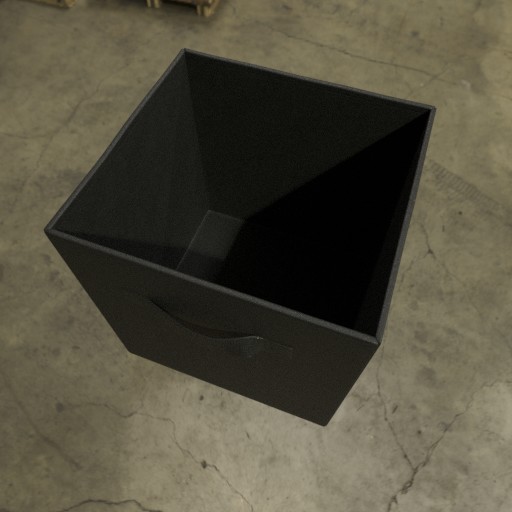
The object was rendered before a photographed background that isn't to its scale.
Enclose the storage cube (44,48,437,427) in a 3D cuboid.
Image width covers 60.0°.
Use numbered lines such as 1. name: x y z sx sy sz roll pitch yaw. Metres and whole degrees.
1. storage cube: 0.000 0.000 0.494 0.270 0.280 0.270 18 60 11
